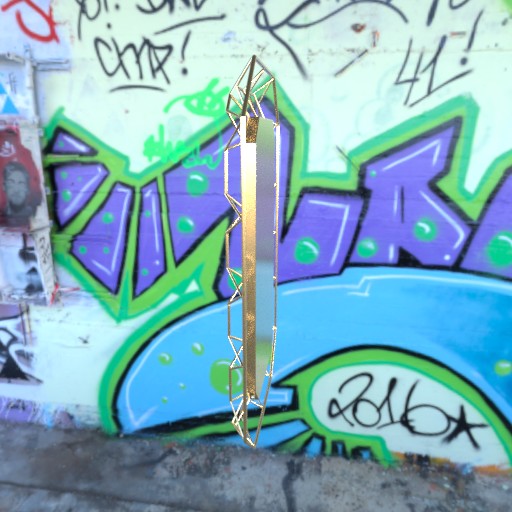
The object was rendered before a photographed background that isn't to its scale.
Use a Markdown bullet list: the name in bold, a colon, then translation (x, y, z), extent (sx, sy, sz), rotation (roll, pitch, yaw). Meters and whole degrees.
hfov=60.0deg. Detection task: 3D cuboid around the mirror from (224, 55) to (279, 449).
- **mirror**: translation (0.000, 0.000, 1.099), extent (0.051, 0.870, 0.572), rotation (2, 16, 8)
